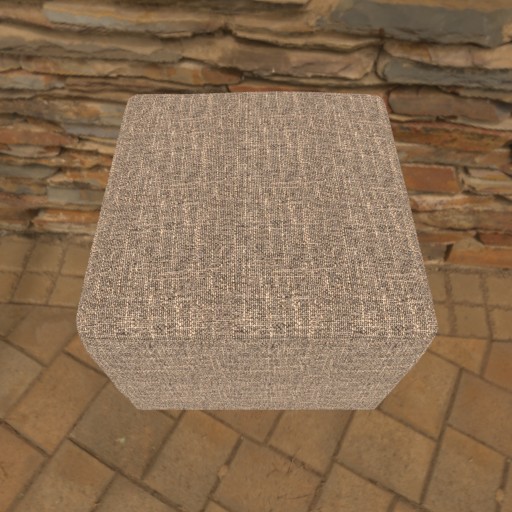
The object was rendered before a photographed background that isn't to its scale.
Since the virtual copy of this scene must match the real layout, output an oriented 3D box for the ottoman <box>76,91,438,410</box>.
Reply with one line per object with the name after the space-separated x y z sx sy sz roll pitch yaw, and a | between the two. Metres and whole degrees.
0.000 0.000 0.895 0.512 0.453 0.521 0 57 0 | ottoman
